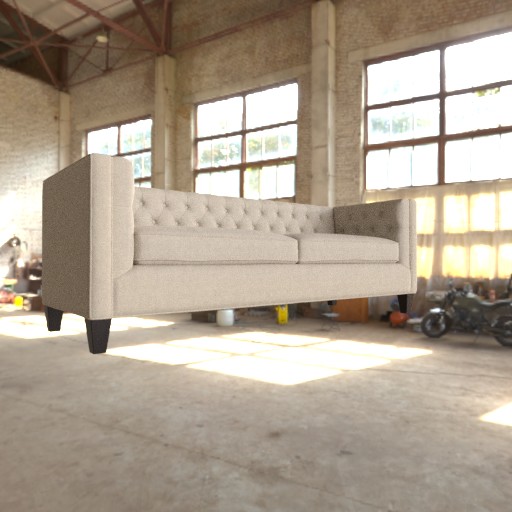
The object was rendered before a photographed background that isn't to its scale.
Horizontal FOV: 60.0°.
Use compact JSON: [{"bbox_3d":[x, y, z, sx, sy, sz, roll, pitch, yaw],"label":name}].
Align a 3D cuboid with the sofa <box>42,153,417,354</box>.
[{"bbox_3d":[0.000,0.000,2.604,2.159,0.762,0.775,0,-1,-38],"label":"sofa"}]
